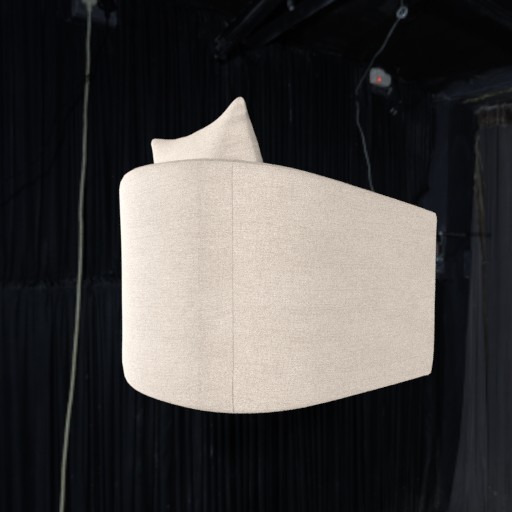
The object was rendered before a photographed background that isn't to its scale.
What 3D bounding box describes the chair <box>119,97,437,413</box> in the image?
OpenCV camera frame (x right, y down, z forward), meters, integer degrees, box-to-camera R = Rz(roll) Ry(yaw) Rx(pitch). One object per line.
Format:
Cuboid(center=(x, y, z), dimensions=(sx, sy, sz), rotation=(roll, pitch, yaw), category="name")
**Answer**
Cuboid(center=(0.000, 0.000, 1.551), dimensions=(0.910, 0.848, 0.845), rotation=(0, 0, -36), category="chair")
